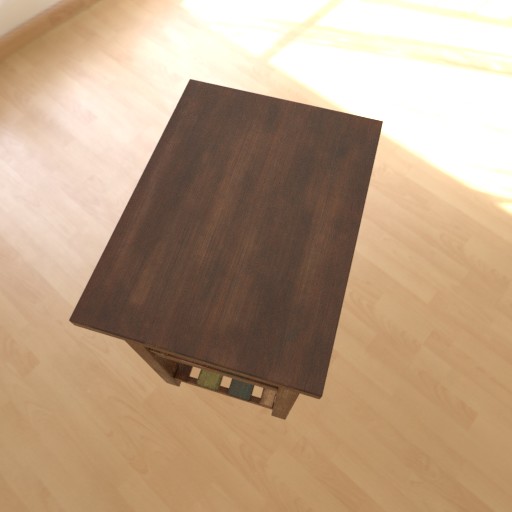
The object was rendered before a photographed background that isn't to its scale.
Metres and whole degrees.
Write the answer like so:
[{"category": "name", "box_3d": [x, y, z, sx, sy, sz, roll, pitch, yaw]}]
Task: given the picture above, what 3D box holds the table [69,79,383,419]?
[{"category": "table", "box_3d": [0.000, 0.000, 0.975, 0.356, 0.584, 0.609, 15, 65, 7]}]
